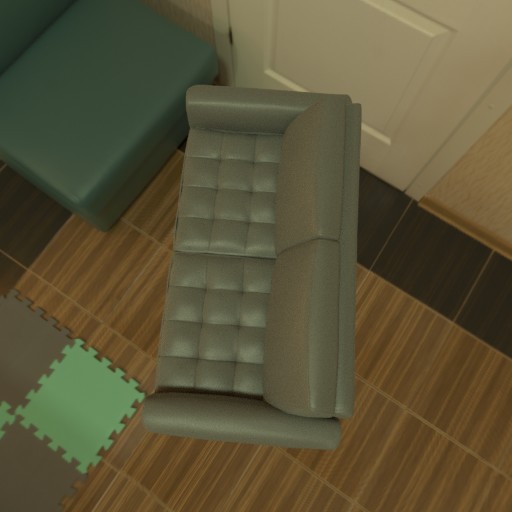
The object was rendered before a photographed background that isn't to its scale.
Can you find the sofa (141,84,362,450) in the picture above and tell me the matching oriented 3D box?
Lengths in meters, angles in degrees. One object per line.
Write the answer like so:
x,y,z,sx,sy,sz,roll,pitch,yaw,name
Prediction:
0.000,0.000,2.743,1.121,0.930,2.177,5,76,1,sofa
